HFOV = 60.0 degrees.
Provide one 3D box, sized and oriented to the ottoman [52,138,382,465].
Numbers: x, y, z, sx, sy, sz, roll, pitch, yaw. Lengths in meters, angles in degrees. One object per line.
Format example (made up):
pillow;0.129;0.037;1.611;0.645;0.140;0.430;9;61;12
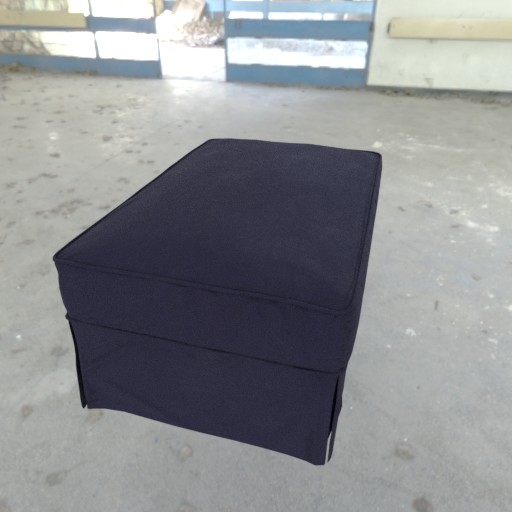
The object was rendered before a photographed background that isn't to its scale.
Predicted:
ottoman;0.000;0.000;1.297;0.637;0.503;0.938;9;32;14
